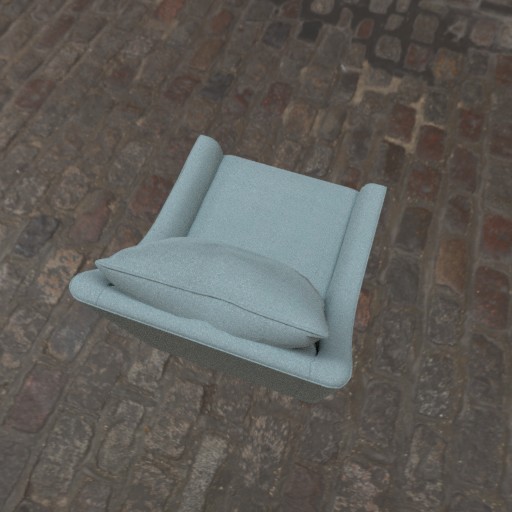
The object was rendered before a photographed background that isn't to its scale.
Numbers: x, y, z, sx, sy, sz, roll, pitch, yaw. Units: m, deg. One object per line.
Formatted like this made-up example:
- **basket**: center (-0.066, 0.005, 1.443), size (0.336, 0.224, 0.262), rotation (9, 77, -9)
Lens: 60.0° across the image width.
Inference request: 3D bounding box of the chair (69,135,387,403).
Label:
- **chair**: center (0.000, 0.000, 1.579), size (0.760, 0.926, 0.870), rotation (17, 65, 8)
